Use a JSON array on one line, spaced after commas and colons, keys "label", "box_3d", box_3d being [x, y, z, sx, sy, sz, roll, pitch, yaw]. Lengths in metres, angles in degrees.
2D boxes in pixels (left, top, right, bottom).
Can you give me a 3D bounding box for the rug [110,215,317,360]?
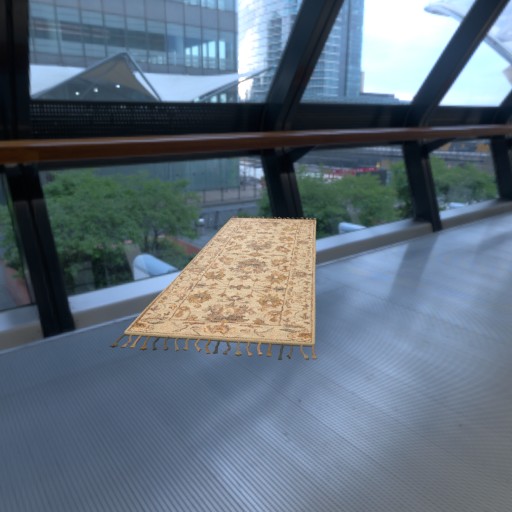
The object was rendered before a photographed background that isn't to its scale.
[{"label": "rug", "box_3d": [0.000, 0.000, 2.680, 0.729, 0.021, 2.438, 2, 16, 7]}]
